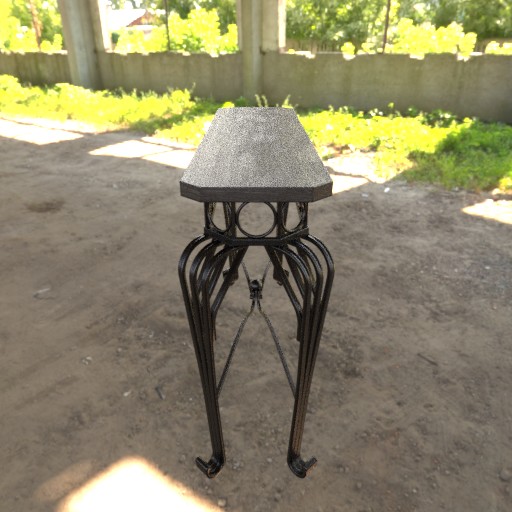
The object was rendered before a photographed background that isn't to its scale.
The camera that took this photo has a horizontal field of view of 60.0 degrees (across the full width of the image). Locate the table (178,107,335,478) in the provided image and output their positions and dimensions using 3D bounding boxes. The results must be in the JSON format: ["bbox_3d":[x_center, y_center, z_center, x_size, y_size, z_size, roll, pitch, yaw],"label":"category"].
[{"bbox_3d":[0.000,0.000,1.462,0.329,0.800,1.112,0,26,0],"label":"table"}]
